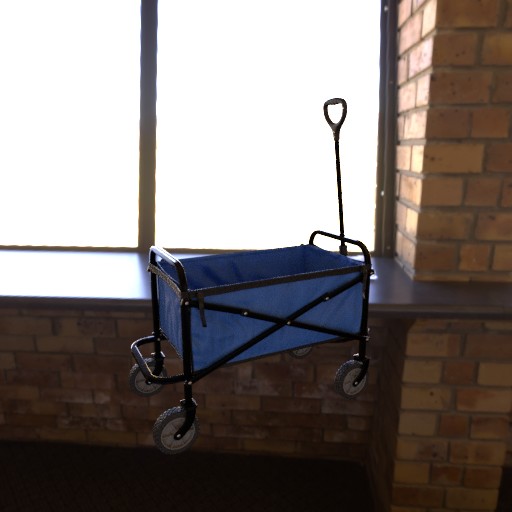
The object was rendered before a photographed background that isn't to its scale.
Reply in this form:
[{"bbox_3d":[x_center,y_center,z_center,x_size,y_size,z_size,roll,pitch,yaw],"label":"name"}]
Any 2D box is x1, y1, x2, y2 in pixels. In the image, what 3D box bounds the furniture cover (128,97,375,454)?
[{"bbox_3d":[0.000,0.000,1.864,1.038,1.295,0.532,-7,16,-26],"label":"furniture cover"}]
